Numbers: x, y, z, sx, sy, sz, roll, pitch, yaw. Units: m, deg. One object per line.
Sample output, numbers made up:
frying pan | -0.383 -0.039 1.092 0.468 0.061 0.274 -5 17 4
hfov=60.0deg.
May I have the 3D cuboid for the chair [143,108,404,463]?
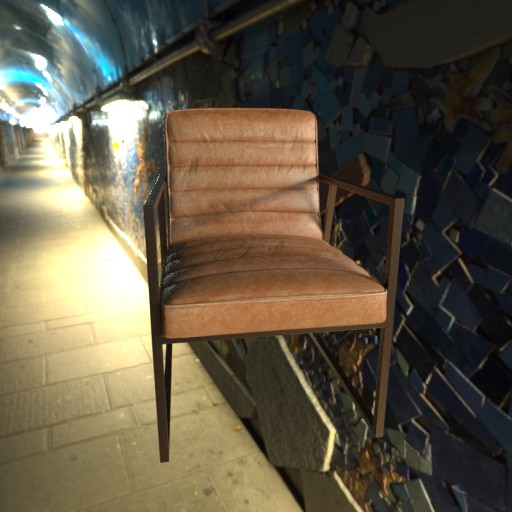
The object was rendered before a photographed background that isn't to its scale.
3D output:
chair | 0.000 0.000 1.281 0.571 0.832 0.677 -3 16 -9
